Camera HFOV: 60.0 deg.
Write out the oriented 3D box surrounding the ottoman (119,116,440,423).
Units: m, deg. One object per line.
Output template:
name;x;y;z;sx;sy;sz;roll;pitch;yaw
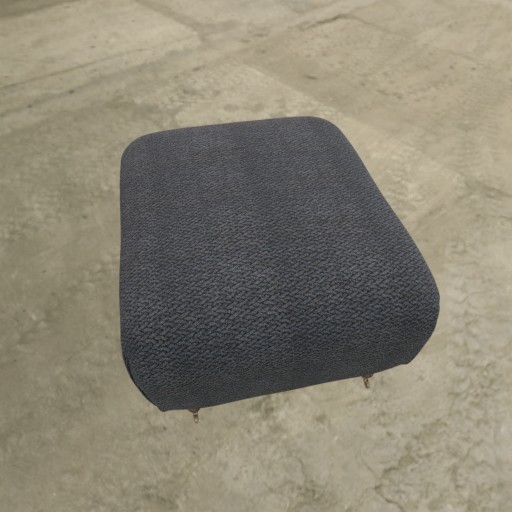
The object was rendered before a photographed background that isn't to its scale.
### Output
ottoman;0.000;0.000;1.131;0.622;0.450;0.747;-9;48;-8
